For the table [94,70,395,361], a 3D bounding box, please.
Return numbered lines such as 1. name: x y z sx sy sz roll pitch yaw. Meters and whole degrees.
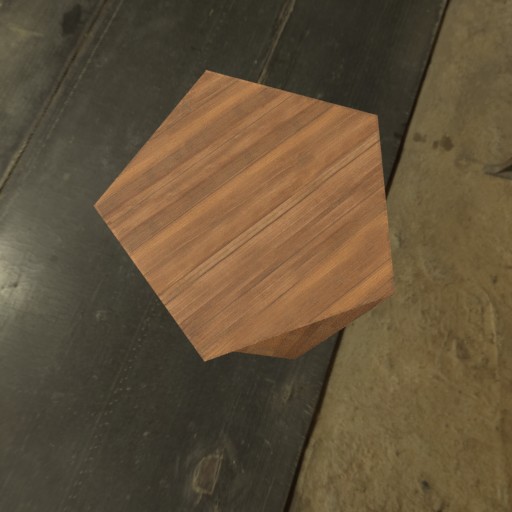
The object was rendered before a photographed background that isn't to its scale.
1. table: 0.000 0.000 0.898 0.425 0.604 0.441 -17 77 -4
